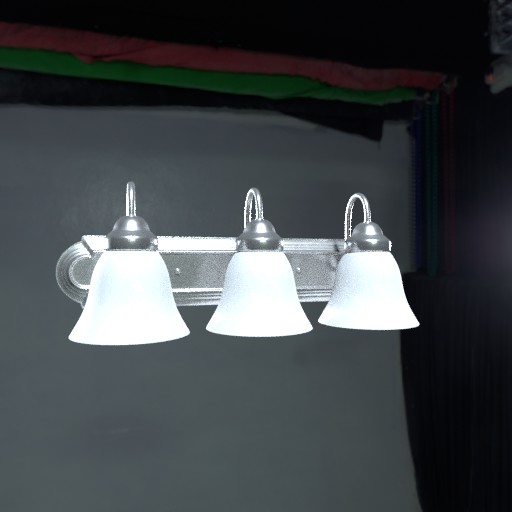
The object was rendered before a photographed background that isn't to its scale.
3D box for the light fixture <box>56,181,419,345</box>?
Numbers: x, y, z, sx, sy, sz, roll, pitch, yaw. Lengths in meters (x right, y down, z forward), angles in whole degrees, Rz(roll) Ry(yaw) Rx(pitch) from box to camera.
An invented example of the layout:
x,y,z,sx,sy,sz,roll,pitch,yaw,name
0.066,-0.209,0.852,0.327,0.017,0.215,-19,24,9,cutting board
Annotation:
x,y,z,sx,sy,sz,roll,pitch,yaw,name
0.000,0.000,0.707,0.610,0.222,0.199,0,0,-18,light fixture
